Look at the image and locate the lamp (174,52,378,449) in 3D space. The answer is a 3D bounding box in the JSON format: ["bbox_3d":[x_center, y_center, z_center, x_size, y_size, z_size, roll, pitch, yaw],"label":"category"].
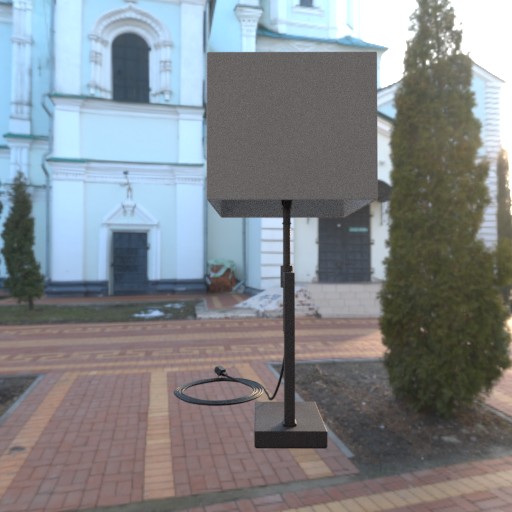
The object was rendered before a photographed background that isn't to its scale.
[{"bbox_3d":[0.000,0.000,0.972,0.399,0.660,0.504,0,-1,0],"label":"lamp"}]
